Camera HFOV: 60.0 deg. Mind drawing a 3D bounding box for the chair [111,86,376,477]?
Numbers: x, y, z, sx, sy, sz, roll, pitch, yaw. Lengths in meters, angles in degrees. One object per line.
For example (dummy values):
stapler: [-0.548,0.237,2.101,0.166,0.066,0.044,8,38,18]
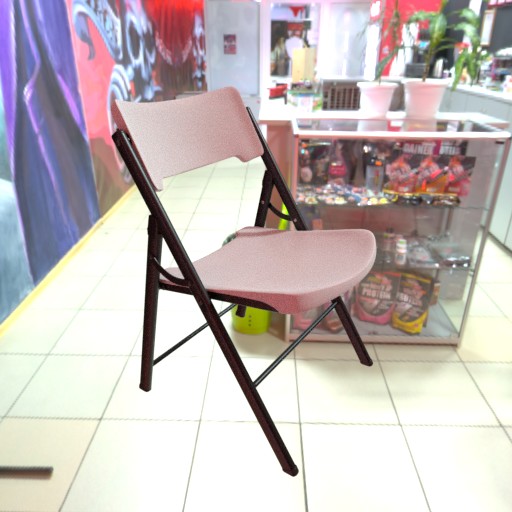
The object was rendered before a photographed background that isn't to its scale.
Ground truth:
chair: [0.000,0.000,1.131,0.577,0.765,0.482,16,30,31]
